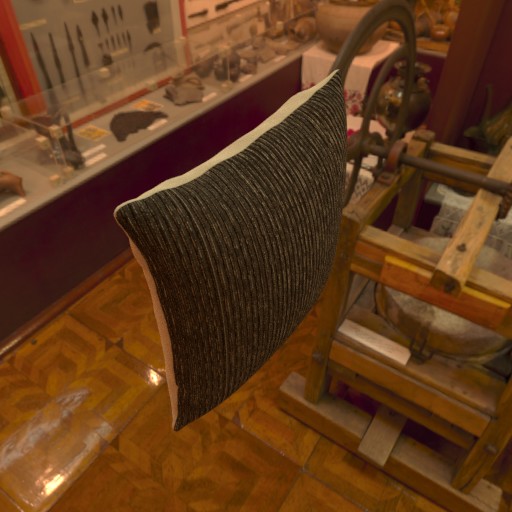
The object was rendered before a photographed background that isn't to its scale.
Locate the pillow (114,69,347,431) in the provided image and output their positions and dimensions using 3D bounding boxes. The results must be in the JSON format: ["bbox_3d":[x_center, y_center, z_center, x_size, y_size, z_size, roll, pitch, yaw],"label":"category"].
[{"bbox_3d":[0.000,0.000,0.675,0.196,0.434,0.433,26,49,25],"label":"pillow"}]
